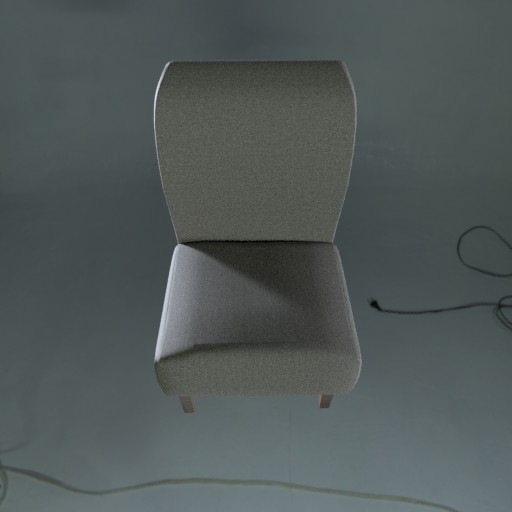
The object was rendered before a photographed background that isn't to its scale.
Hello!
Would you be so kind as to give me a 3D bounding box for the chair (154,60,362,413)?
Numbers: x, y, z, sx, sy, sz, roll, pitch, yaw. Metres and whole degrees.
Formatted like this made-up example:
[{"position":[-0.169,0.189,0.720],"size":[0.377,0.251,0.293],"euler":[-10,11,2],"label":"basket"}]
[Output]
[{"position":[0.000,0.000,1.182],"size":[0.513,0.804,0.592],"euler":[-1,46,-1],"label":"chair"}]
